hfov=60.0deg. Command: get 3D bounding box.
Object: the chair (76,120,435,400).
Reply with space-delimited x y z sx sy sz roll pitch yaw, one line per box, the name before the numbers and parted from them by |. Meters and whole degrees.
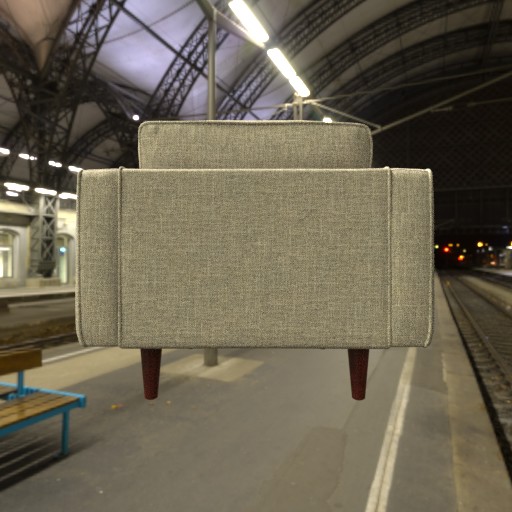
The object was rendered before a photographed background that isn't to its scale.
chair | 0.000 0.000 1.509 0.889 0.765 0.914 0 -1 0
